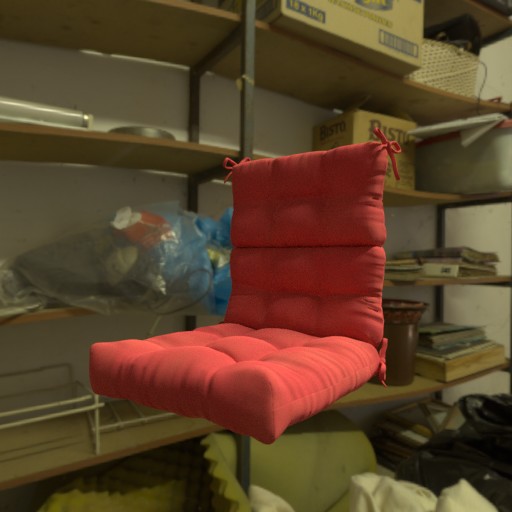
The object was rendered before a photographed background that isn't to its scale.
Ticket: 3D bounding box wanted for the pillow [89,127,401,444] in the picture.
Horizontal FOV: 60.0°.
[{"bbox_3d":[0.000,0.000,1.007,0.519,0.605,0.571,0,0,36],"label":"pillow"}]
